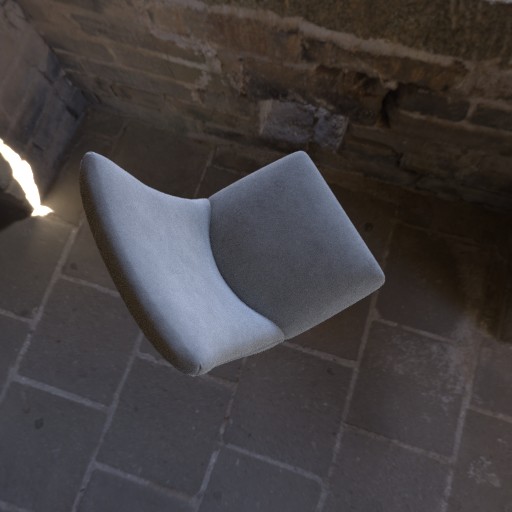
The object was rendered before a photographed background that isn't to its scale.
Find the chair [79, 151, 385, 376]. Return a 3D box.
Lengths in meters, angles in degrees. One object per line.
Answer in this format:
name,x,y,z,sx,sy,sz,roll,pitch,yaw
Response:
chair,0.000,0.000,1.253,0.610,0.902,0.495,-28,77,-7
